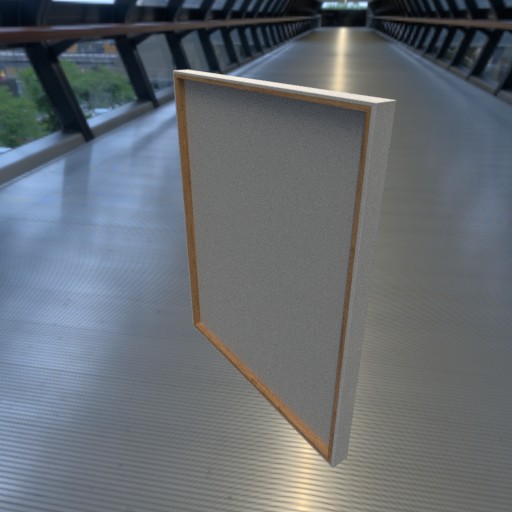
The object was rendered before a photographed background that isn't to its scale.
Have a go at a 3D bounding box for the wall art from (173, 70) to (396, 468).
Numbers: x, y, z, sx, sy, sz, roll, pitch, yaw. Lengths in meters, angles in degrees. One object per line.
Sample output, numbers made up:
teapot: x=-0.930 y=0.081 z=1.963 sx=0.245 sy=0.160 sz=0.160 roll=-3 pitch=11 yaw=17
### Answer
wall art: x=0.000 y=0.000 z=0.823 sx=0.037 sy=0.606 sz=0.508 roll=-18 pitch=32 yaw=-31
